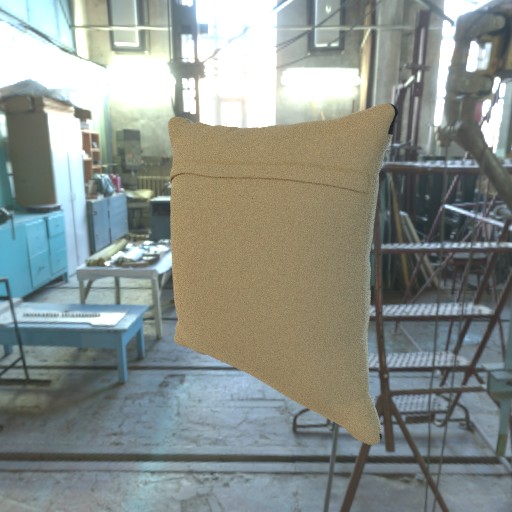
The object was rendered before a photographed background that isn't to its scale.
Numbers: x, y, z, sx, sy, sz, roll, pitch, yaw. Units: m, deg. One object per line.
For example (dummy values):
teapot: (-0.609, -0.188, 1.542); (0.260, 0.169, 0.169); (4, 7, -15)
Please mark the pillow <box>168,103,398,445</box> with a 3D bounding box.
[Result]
pillow: (0.000, 0.000, 0.801); (0.229, 0.506, 0.536); (-12, 18, -43)
